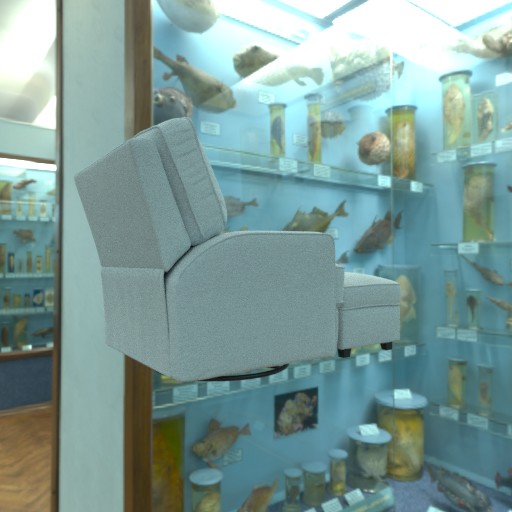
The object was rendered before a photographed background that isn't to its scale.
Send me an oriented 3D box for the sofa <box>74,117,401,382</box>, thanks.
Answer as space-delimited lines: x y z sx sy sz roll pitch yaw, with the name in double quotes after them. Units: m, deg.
0.000 0.000 2.091 1.472 0.959 0.861 0 -1 -35 "sofa"
